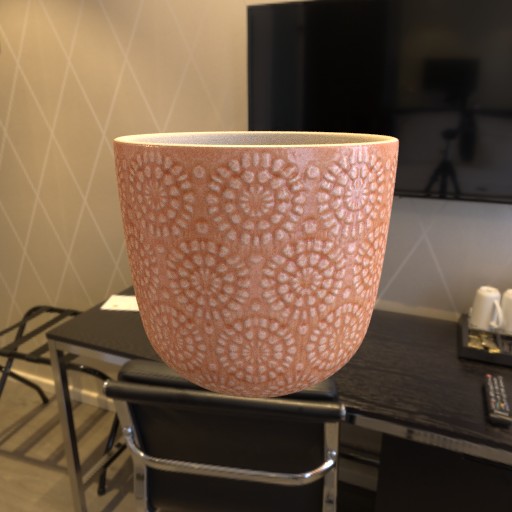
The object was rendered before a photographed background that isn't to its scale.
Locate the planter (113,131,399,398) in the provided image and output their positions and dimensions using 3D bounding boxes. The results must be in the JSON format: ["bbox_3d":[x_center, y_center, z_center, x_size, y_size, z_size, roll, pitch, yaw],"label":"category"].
[{"bbox_3d":[0.000,0.000,0.365,0.208,0.190,0.208,0,18,0],"label":"planter"}]
